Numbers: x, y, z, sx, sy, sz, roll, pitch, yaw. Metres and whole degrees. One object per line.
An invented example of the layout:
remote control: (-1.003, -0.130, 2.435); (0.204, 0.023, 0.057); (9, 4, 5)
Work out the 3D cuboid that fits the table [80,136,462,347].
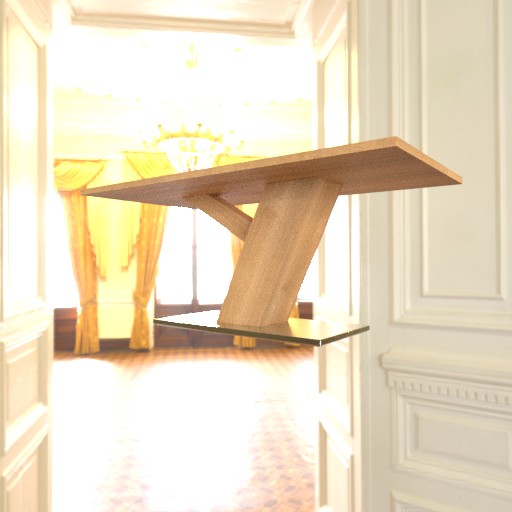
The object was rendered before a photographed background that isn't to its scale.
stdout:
table: (0.000, 0.000, 2.306); (1.800, 0.750, 0.900); (0, 0, 37)
